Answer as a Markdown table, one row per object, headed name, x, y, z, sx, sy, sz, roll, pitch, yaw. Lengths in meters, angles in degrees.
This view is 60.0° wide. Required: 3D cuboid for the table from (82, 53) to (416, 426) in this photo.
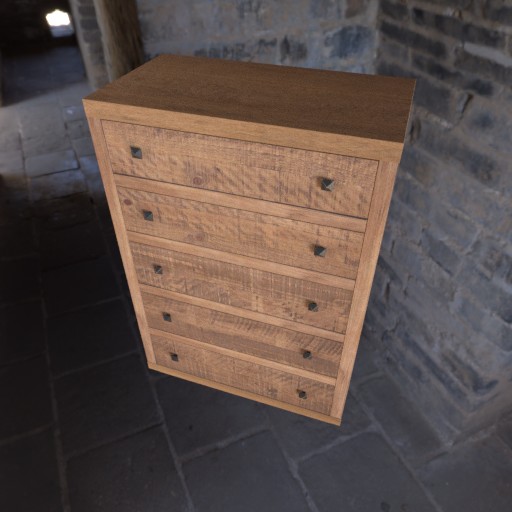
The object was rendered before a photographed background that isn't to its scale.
| name | x | y | z | sx | sy | sz | roll | pitch | yaw |
| --- | --- | --- | --- | --- | --- | --- | --- | --- | --- |
| table | 0.000 | 0.000 | 1.746 | 0.901 | 1.294 | 0.524 | 12 | 41 | 14 |
